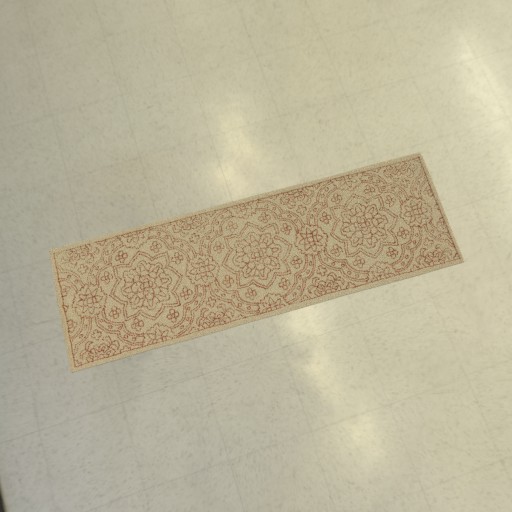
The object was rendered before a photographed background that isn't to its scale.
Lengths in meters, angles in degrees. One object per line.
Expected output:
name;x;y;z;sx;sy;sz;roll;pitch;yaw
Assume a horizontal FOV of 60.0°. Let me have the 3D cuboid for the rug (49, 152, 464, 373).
rug;0.000;0.000;2.725;2.448;0.012;0.769;-15;77;-4
